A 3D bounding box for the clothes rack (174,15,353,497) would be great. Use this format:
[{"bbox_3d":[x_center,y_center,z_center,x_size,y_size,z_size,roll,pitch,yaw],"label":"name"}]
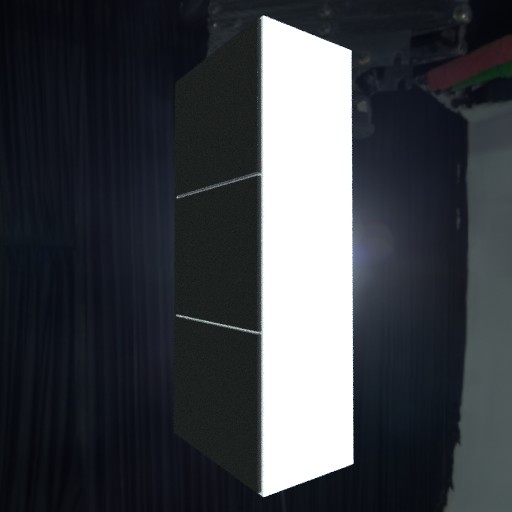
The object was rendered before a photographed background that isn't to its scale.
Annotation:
[{"bbox_3d":[0.000,0.000,1.385,0.330,1.187,0.500,1,-1,-35],"label":"clothes rack"}]
